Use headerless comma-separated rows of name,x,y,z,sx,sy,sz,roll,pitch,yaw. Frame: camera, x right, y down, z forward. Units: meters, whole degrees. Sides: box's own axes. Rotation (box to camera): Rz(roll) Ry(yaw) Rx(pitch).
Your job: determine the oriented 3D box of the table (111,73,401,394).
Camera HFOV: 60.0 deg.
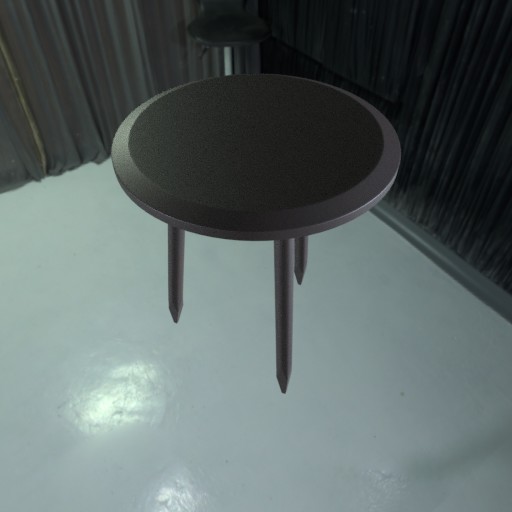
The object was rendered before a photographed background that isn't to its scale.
table,0.000,0.000,0.921,0.457,0.585,0.457,0,46,0
